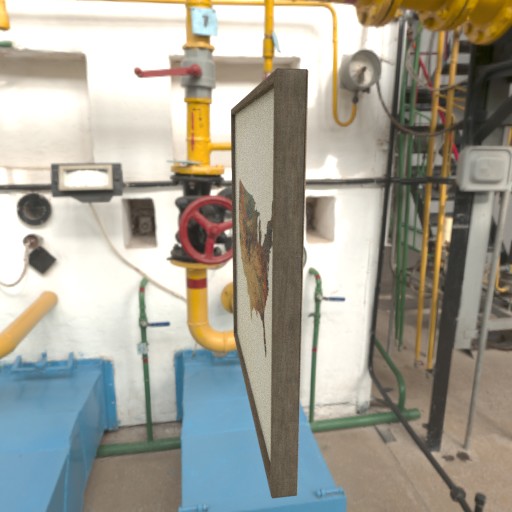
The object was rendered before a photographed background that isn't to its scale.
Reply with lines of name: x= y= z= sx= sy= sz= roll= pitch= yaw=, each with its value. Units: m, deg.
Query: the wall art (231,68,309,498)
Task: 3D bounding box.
wall art: x=0.000 y=0.000 z=1.101 sx=0.050 sy=0.751 sz=0.749 roll=-2 pitch=14 yaw=-8
